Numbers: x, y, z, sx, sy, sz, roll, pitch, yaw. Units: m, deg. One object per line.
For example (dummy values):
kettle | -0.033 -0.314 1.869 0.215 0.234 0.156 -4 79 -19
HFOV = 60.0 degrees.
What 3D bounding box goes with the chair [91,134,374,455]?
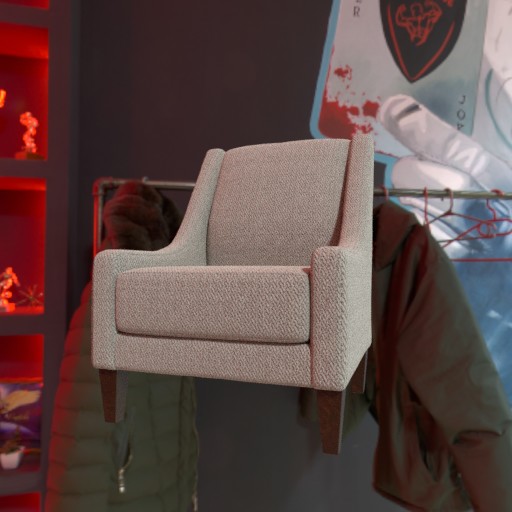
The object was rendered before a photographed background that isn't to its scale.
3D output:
chair | 0.000 0.000 1.584 0.774 1.014 0.870 0 -1 20
